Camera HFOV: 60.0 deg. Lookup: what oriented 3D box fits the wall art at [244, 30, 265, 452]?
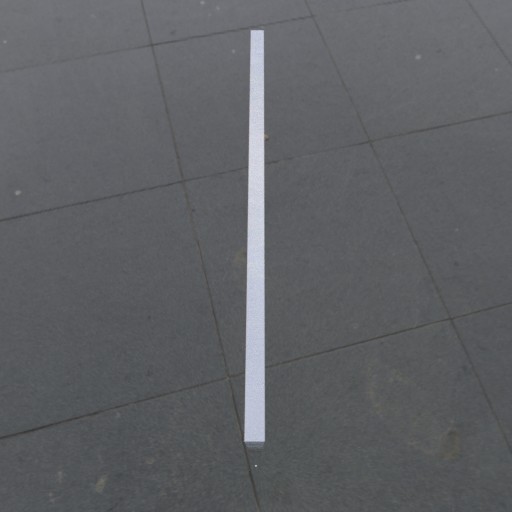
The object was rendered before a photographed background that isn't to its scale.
[{"bbox_3d":[0.000,0.000,1.435,0.041,0.762,1.145,0,65,0],"label":"wall art"}]
